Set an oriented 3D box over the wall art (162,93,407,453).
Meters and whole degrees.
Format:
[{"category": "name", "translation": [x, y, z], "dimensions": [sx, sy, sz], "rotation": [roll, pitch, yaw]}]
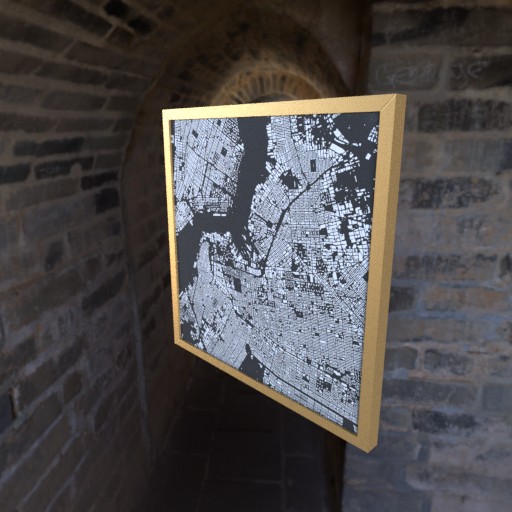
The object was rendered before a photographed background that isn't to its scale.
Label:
[{"category": "wall art", "translation": [0.000, 0.000, 2.967], "dimensions": [0.099, 1.926, 1.926], "rotation": [-14, 21, -42]}]
